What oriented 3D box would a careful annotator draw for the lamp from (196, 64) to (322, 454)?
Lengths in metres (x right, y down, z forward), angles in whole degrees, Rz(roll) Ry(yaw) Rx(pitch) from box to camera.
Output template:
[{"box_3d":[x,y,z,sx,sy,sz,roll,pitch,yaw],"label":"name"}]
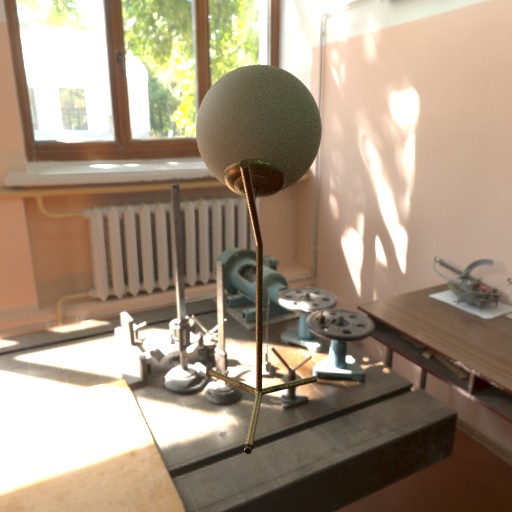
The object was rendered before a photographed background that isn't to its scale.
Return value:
[{"box_3d":[0.000,0.000,0.681,0.210,0.552,0.251,2,16,7],"label":"lamp"}]
